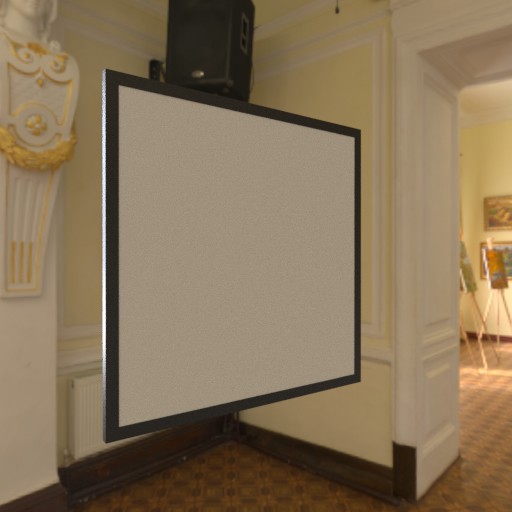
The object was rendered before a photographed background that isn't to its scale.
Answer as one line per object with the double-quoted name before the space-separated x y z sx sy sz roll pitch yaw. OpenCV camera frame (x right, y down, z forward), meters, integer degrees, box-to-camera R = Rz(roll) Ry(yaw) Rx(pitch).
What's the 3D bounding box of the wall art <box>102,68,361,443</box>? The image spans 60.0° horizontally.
"wall art" 0.000 0.000 1.195 0.807 0.807 0.022 0 0 -35
